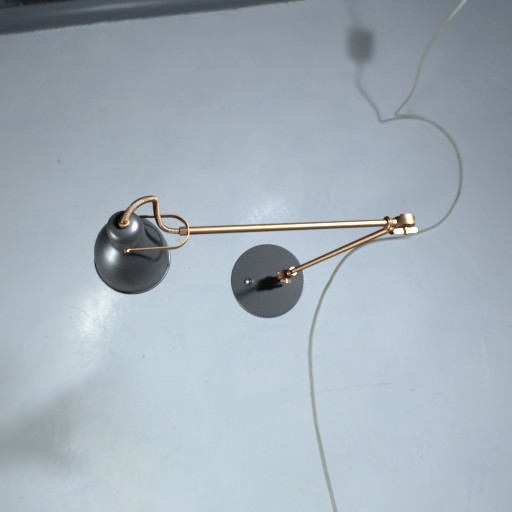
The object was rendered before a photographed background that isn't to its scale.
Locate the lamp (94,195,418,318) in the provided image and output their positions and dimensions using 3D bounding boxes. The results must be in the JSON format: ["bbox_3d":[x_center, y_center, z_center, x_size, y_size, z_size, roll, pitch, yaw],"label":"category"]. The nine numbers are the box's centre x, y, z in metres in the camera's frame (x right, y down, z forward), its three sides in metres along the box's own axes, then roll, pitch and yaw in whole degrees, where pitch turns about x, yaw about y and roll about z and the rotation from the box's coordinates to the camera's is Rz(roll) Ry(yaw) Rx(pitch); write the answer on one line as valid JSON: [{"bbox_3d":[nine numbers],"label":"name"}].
[{"bbox_3d":[0.000,0.000,0.870,0.561,0.587,0.187,-7,76,-2],"label":"lamp"}]
